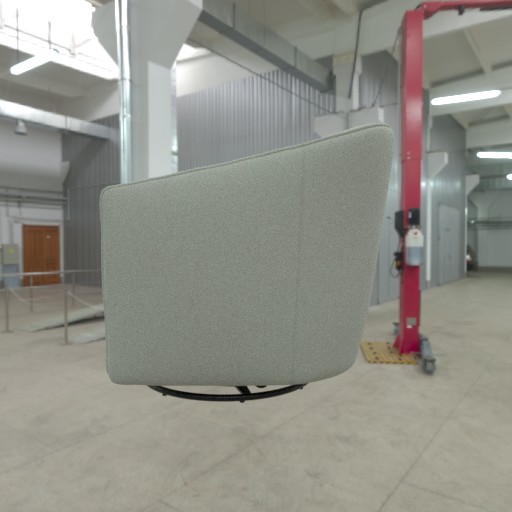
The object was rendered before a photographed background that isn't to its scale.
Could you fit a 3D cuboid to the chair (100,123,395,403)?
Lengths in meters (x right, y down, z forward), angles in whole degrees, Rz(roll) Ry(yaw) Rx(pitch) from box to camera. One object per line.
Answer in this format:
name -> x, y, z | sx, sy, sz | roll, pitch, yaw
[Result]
chair -> 0.000, 0.000, 1.494 | 0.875, 0.799, 0.747 | 0, 2, 1
